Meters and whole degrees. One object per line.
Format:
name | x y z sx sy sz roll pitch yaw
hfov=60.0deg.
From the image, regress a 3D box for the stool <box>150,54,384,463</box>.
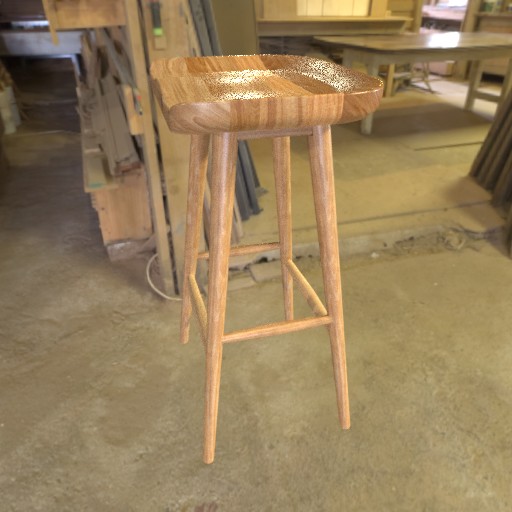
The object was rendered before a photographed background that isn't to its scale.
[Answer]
stool | 0.000 0.000 0.897 0.322 0.698 0.407 -8 32 -13
